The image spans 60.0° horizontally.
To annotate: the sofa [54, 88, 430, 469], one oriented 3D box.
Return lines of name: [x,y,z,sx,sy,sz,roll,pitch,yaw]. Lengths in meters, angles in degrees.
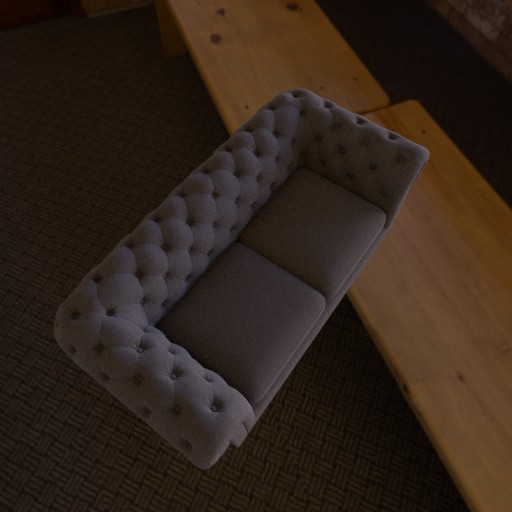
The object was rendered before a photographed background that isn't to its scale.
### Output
sofa: [0.000,0.000,2.440,0.986,0.764,1.998,32,65,17]
